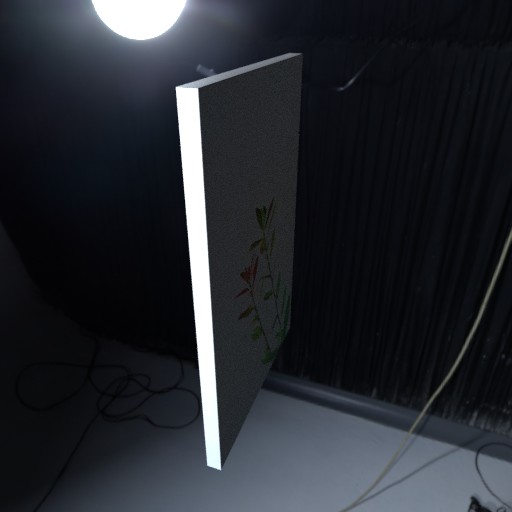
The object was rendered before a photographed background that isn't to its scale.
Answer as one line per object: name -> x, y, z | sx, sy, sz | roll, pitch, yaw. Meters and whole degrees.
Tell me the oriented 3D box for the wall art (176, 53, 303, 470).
wall art -> 0.000, 0.000, 1.154 | 0.039, 0.915, 0.612 | 10, 31, 18
